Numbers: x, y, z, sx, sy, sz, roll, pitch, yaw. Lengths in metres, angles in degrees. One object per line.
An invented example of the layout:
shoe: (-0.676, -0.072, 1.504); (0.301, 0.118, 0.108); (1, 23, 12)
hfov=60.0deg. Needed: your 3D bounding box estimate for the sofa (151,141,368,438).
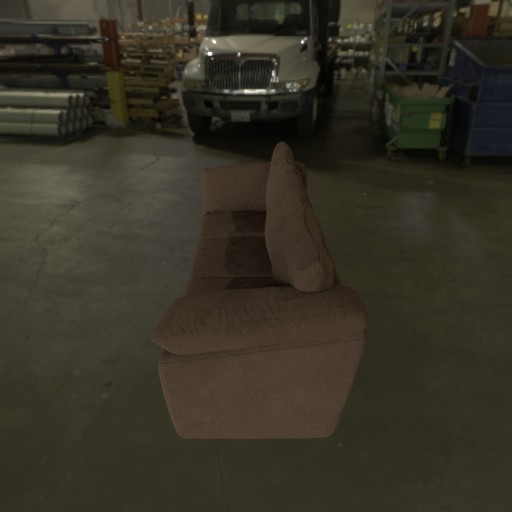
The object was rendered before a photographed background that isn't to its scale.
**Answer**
sofa: (0.000, 0.000, 2.870); (0.878, 1.015, 2.336); (0, 27, -1)
